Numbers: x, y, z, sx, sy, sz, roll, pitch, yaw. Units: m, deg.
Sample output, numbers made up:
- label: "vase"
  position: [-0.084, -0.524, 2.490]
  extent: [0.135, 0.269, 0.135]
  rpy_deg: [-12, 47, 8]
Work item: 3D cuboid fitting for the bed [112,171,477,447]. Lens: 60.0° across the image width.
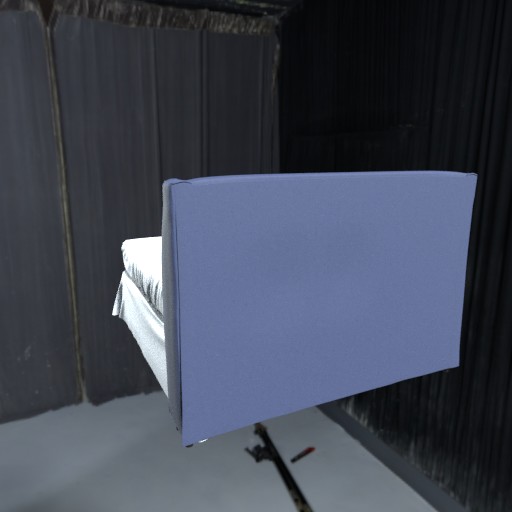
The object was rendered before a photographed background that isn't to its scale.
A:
- label: "bed"
  position: [0.000, 0.000, 3.399]
  extent: [1.925, 1.332, 2.276]
  rpy_deg: [-6, 14, -25]
